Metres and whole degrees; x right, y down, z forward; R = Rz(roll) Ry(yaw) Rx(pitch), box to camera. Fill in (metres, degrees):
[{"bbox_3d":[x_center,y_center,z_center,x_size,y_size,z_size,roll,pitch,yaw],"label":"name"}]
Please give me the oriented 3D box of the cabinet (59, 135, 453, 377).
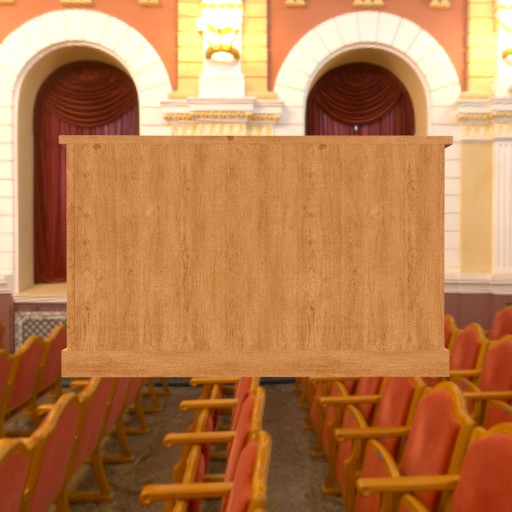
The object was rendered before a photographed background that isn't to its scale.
[{"bbox_3d":[0.000,0.000,1.704,1.321,0.810,0.432,0,0,0],"label":"cabinet"}]
